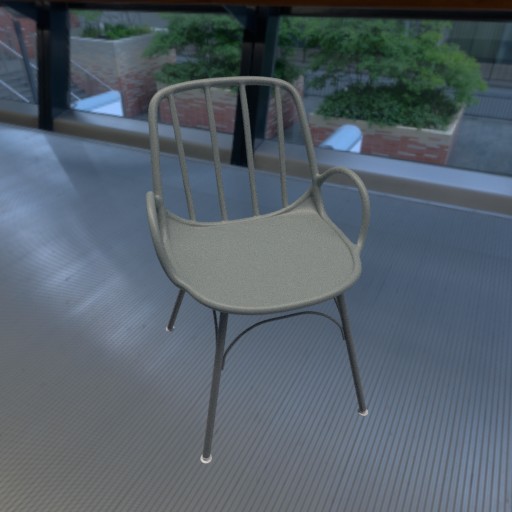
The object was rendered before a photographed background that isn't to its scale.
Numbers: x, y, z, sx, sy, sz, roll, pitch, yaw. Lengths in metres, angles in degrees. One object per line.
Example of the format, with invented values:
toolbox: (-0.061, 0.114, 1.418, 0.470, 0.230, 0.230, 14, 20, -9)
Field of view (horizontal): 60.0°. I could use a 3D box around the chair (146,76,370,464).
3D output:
chair: (0.000, 0.000, 1.215, 0.549, 0.816, 0.597, -10, 35, -15)
